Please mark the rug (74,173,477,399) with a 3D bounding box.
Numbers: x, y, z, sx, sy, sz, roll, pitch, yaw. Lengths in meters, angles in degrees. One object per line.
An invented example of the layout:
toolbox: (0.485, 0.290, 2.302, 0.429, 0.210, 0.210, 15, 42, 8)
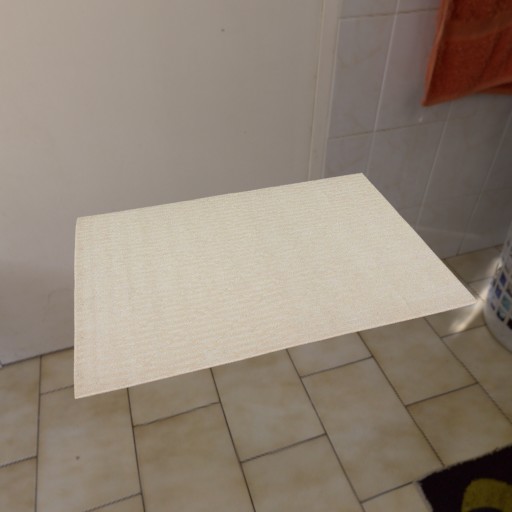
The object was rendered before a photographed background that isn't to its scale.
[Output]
rug: (0.000, 0.000, 2.353, 1.848, 0.014, 1.238, -11, 42, -12)
